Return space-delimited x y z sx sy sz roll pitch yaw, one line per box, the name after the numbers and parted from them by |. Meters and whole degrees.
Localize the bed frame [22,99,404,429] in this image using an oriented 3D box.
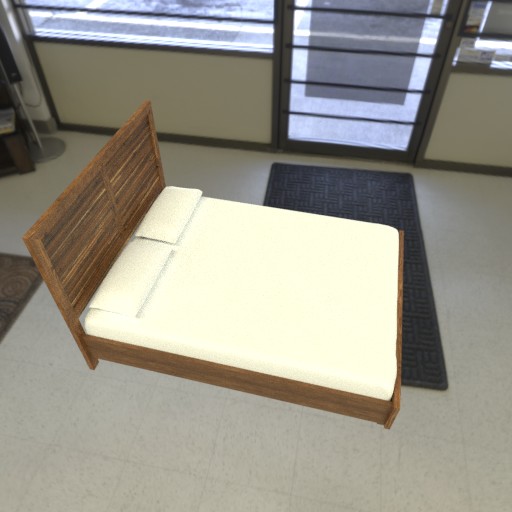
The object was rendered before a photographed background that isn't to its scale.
0.000 0.000 3.360 2.276 1.417 1.696 10 46 10 | bed frame
